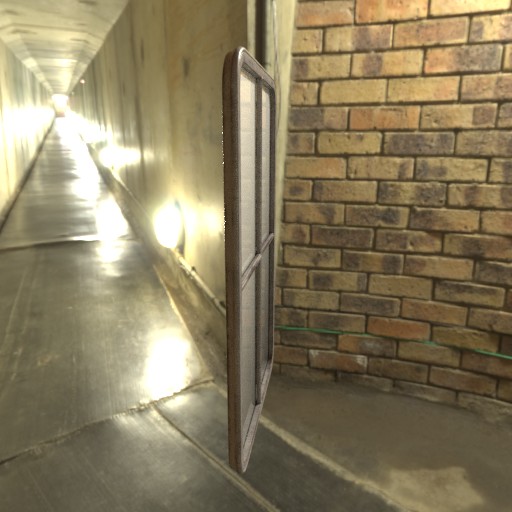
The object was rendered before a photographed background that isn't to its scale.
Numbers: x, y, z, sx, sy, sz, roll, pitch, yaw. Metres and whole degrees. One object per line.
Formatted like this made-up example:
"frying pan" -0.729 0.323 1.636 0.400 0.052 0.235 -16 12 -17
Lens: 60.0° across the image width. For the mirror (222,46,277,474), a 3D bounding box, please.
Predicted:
"mirror" 0.000 0.000 0.892 0.024 0.713 0.461 2 15 9
